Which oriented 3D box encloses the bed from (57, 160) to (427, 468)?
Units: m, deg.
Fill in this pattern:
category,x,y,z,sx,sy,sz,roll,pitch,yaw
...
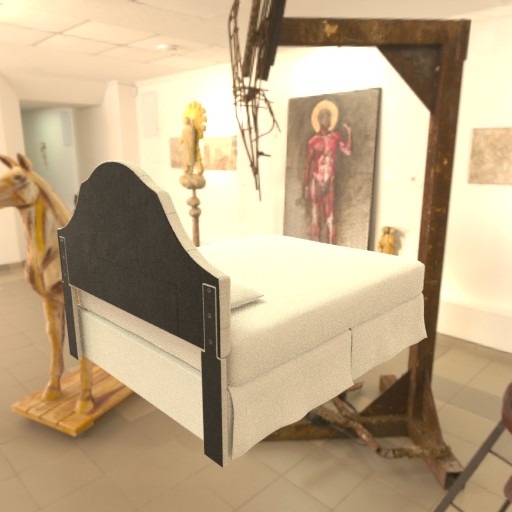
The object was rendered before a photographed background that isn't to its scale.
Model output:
category,x,y,z,sx,sy,sz,roll,pitch,yaw
bed,0.000,0.000,3.724,2.039,1.617,2.477,13,19,43
